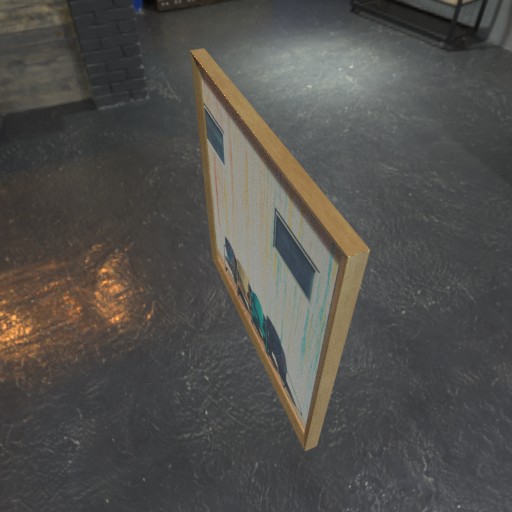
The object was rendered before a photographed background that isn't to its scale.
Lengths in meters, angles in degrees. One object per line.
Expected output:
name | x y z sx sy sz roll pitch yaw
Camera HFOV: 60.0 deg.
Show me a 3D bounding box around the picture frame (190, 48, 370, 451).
picture frame | 0.000 0.000 1.144 0.037 0.761 0.758 -17 49 -15
